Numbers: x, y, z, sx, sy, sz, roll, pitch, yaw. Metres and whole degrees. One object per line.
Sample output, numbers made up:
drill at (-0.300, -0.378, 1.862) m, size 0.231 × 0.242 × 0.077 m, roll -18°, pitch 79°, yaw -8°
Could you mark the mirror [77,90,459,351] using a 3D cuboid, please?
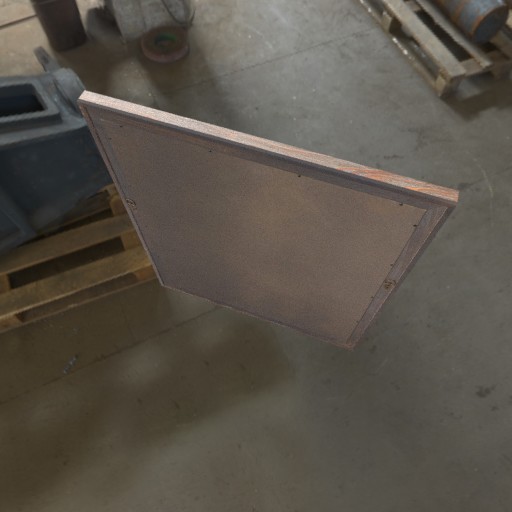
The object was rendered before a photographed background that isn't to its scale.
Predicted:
mirror at (0.000, 0.000, 1.202) m, size 0.730 × 0.882 × 0.032 m, roll 17°, pitch 63°, yaw 9°
